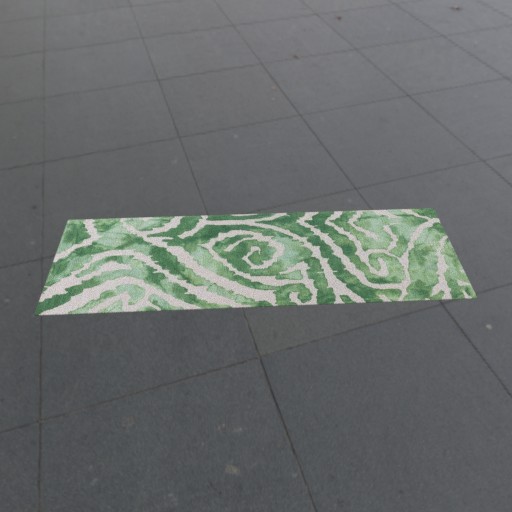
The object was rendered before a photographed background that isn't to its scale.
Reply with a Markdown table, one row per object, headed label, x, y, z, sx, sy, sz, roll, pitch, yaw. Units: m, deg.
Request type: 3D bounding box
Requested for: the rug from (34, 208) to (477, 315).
| label | x | y | z | sx | sy | sz | roll | pitch | yaw |
| --- | --- | --- | --- | --- | --- | --- | --- | --- | --- |
| rug | 0.000 | 0.000 | 2.695 | 2.438 | 0.006 | 0.761 | -2 | 47 | -2 |
